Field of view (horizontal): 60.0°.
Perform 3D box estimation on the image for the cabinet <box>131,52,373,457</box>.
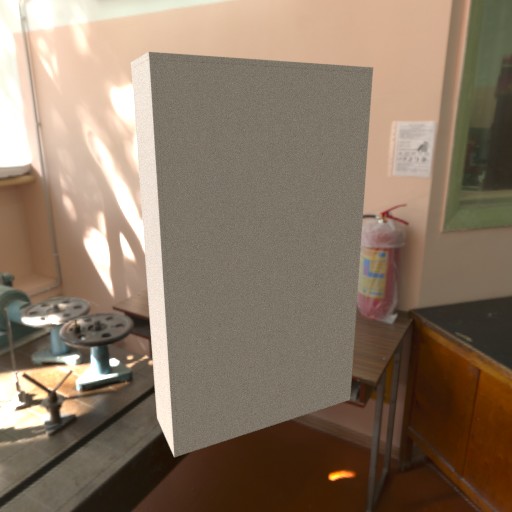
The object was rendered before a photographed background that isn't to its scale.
[{"bbox_3d":[0.000,0.000,1.608,0.750,1.280,0.250,-8,18,-25],"label":"cabinet"}]
